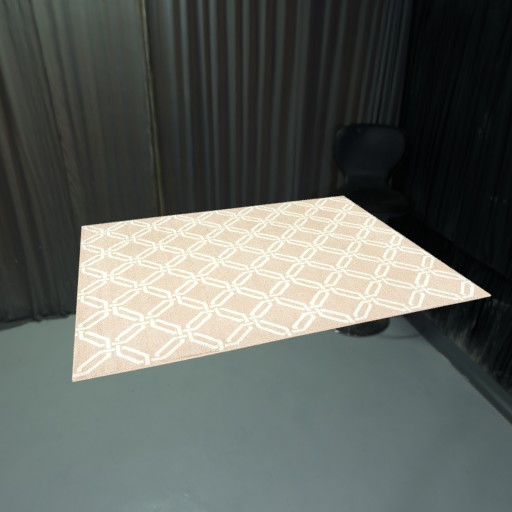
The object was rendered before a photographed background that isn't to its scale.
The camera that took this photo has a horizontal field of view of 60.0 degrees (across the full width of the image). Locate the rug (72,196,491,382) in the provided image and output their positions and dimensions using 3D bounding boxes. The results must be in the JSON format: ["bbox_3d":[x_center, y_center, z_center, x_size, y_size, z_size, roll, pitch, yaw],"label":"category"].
[{"bbox_3d":[0.000,0.000,3.831,2.895,0.018,2.288,-8,28,-16],"label":"rug"}]
